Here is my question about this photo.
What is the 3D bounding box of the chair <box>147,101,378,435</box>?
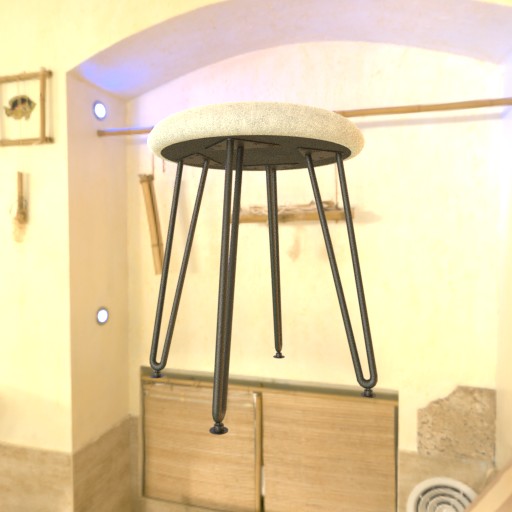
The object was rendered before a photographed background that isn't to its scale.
[{"bbox_3d":[0.000,0.000,0.654,0.350,0.386,0.350,1,2,15],"label":"chair"}]
